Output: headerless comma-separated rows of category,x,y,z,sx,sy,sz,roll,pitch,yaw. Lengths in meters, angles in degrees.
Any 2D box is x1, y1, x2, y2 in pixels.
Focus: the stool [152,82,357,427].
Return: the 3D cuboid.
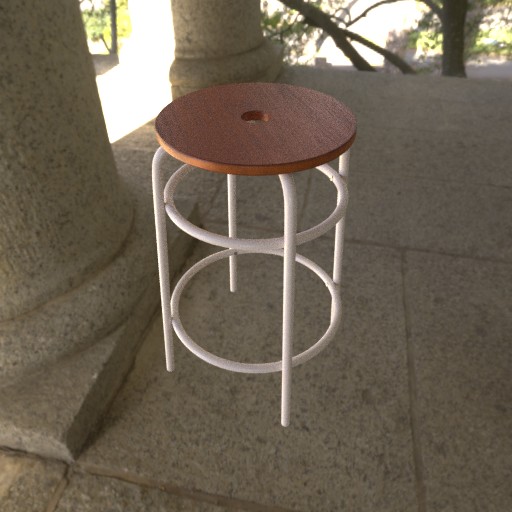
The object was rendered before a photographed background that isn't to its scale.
stool,0.000,0.000,0.938,0.455,0.610,0.455,-11,41,-13
